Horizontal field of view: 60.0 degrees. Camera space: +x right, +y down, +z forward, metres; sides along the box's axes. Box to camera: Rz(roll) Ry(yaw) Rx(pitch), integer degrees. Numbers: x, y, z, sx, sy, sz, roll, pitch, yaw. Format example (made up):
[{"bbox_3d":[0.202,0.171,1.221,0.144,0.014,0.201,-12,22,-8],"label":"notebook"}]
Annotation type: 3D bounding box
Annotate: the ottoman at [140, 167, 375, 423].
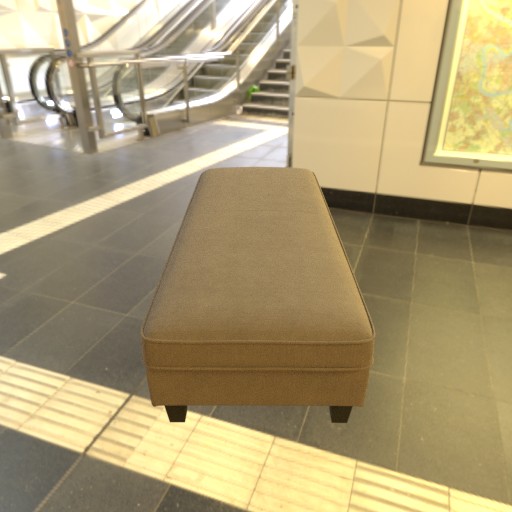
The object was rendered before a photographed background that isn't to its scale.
[{"bbox_3d":[0.000,0.000,2.151,0.751,0.470,1.764,0,27,0],"label":"ottoman"}]
